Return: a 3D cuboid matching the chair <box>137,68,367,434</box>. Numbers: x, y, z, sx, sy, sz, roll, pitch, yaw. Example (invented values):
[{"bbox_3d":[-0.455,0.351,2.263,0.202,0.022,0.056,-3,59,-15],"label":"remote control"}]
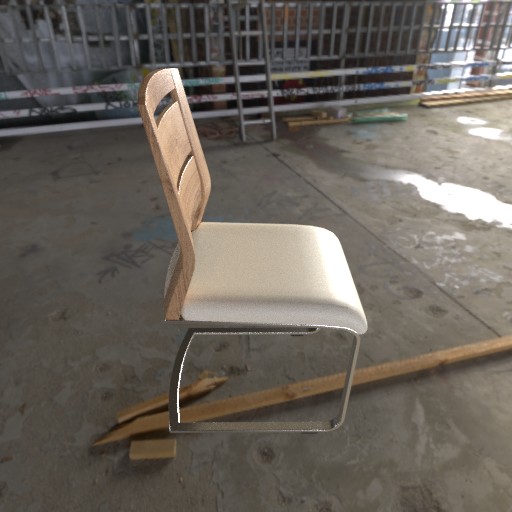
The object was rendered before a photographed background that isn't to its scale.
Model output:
[{"bbox_3d":[0.000,0.000,1.243,0.561,0.955,0.457,0,31,0],"label":"chair"}]
